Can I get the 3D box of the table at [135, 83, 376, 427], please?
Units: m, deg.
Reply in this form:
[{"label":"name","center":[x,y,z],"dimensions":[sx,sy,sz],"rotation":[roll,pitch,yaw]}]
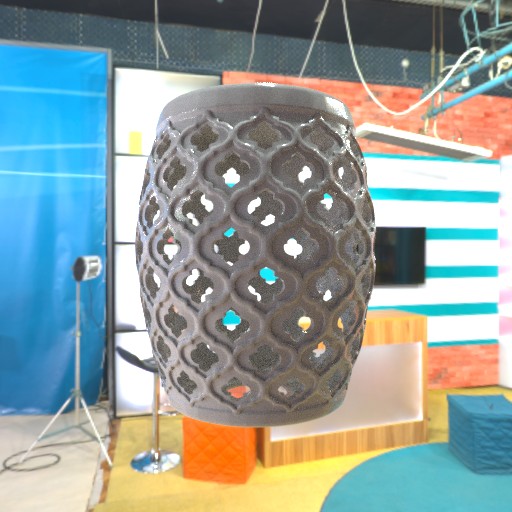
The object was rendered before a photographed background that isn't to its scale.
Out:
[{"label":"table","center":[0.000,0.000,0.619],"dimensions":[0.325,0.388,0.325],"rotation":[0,0,0]}]
